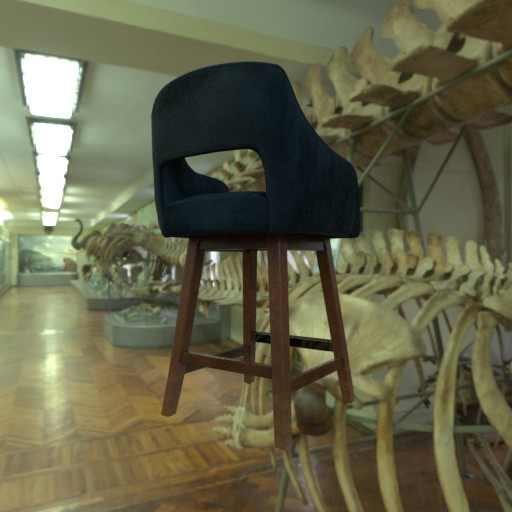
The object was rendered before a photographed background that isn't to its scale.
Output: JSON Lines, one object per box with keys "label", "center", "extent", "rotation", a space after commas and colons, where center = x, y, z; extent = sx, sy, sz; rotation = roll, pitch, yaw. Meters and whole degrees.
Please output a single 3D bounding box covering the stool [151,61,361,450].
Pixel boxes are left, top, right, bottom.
{"label": "stool", "center": [0.000, 0.000, 1.336], "extent": [0.550, 0.940, 0.560], "rotation": [0, 0, 34]}
